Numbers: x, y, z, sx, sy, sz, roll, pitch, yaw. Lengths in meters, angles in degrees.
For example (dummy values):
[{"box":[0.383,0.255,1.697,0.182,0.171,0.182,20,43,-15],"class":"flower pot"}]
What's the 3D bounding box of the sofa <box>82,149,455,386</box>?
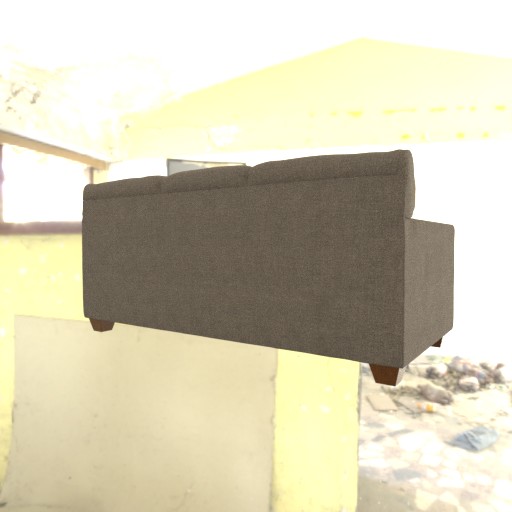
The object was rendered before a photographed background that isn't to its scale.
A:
[{"box":[0.000,0.000,2.610,2.024,0.958,0.997,1,2,35],"class":"sofa"}]
